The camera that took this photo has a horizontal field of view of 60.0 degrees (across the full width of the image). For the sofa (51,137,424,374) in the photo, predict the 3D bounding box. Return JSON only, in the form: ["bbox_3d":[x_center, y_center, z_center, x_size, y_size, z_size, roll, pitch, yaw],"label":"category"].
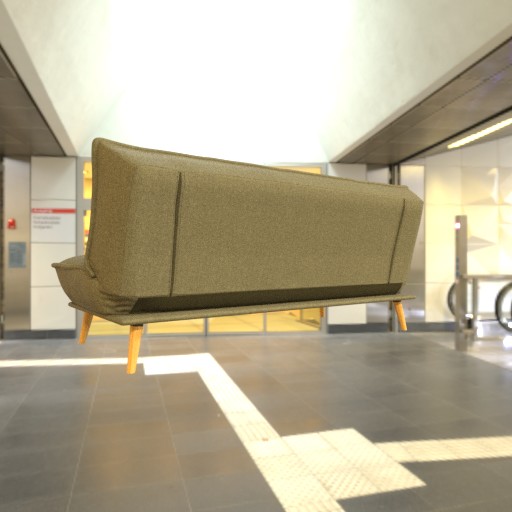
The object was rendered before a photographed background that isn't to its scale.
[{"bbox_3d":[0.000,0.000,2.464,1.940,0.890,0.950,0,0,-36],"label":"sofa"}]
